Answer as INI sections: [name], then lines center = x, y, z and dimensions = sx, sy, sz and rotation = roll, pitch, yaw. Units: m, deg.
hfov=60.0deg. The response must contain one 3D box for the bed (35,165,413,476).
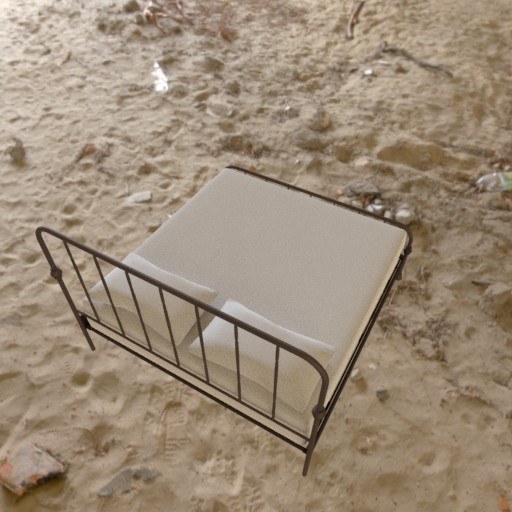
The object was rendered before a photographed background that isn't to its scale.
[bed]
center = 0.000, 0.000, 3.484
dimensions = 2.044, 1.446, 2.134
rotation = 23, 50, 20
